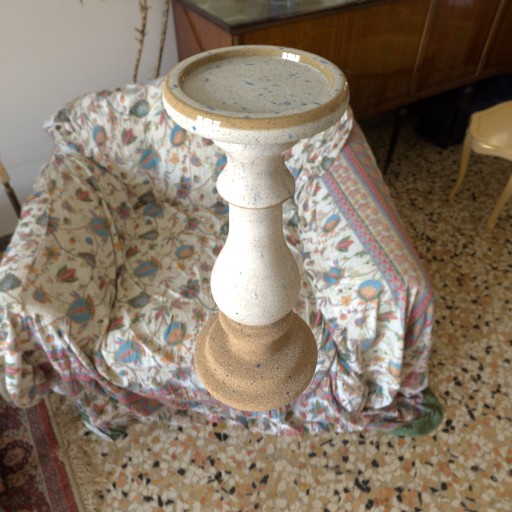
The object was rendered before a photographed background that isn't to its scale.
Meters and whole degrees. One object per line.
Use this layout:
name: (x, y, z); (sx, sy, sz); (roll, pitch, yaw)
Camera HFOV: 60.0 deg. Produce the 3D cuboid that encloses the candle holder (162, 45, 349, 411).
candle holder: (0.000, 0.000, 0.250); (0.088, 0.203, 0.088); (0, 45, 0)
